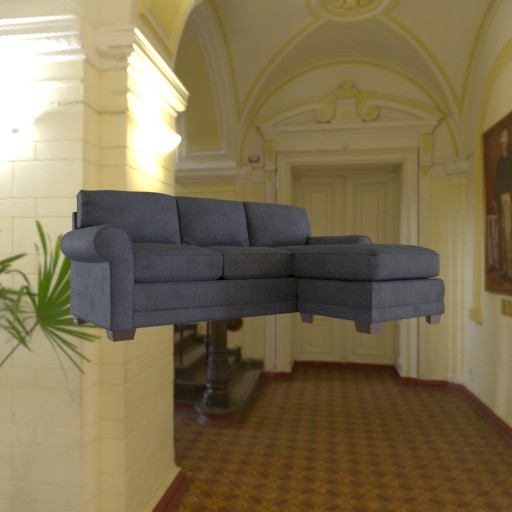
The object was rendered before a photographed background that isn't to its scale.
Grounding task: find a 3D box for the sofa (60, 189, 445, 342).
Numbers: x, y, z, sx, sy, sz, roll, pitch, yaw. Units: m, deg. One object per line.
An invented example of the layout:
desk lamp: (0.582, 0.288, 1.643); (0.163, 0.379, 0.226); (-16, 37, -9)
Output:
sofa: (0.000, 0.000, 3.485); (2.567, 1.063, 1.780); (0, 0, -36)
